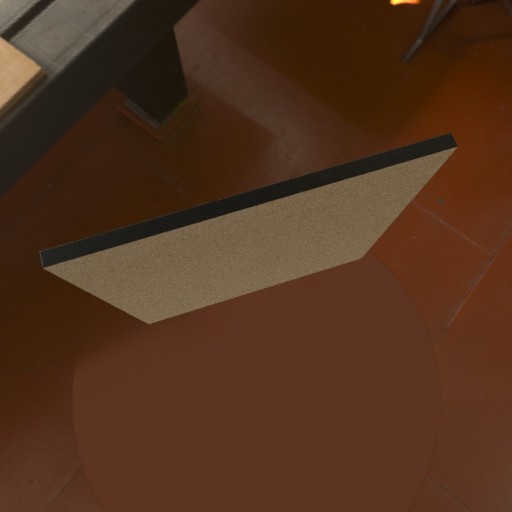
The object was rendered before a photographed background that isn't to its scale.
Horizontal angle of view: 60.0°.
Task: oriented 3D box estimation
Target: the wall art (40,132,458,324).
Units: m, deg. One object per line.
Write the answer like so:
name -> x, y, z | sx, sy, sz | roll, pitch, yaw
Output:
wall art -> 0.000, 0.000, 1.165 | 0.773, 0.775, 0.031 | -17, 75, -5
